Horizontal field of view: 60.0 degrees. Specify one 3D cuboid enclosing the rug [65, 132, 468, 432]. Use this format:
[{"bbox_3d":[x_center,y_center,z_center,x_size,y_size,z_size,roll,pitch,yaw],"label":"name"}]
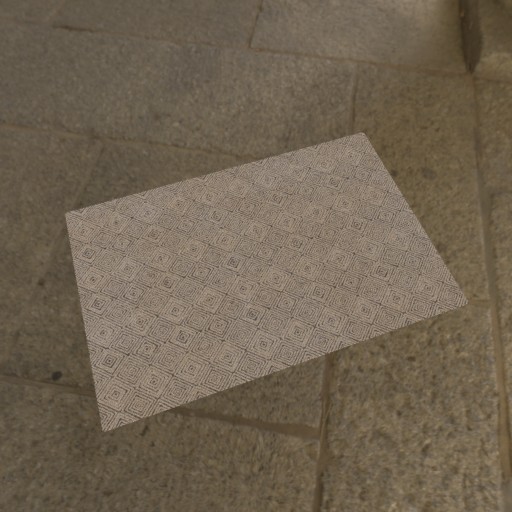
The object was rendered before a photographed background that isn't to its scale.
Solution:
[{"bbox_3d":[0.000,0.000,2.279,1.783,0.008,1.175,-17,63,-9],"label":"rug"}]
